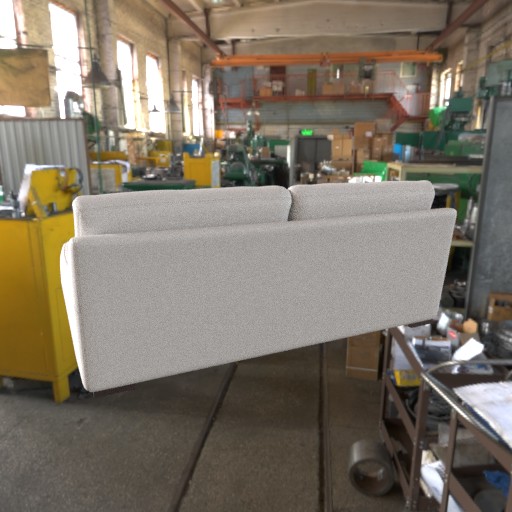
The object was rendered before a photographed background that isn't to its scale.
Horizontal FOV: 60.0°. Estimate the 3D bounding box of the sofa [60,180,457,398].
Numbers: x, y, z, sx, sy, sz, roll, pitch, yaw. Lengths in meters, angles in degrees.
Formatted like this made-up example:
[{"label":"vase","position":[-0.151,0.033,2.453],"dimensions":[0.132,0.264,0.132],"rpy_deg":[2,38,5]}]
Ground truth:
[{"label":"sofa","position":[0.000,0.000,2.788],"dimensions":[2.261,0.940,1.143],"rpy_deg":[-6,15,-24]}]
